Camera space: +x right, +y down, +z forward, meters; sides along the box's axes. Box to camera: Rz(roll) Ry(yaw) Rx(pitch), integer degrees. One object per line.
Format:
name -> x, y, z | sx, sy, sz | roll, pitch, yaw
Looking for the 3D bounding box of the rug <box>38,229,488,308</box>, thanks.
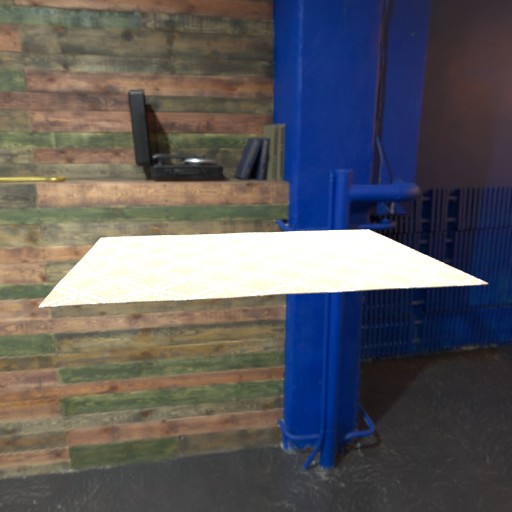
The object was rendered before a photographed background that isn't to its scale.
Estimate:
rug -> 0.000, 0.000, 2.773 | 2.135, 0.013, 1.524 | -2, 14, -9
